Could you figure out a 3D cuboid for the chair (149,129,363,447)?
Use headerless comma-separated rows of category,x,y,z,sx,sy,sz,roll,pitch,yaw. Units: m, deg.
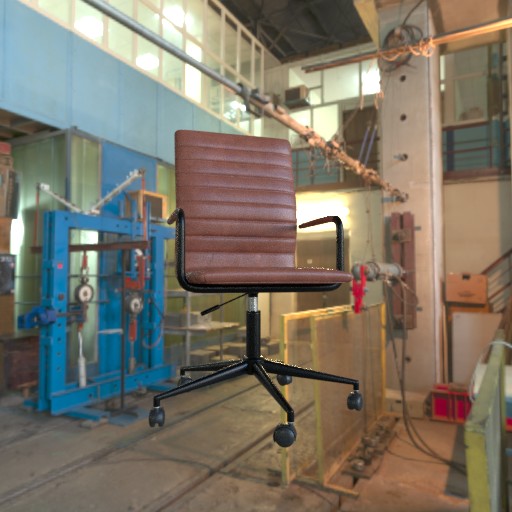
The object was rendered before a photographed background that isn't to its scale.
chair,0.000,0.000,1.276,0.600,0.878,0.578,1,-3,-17
